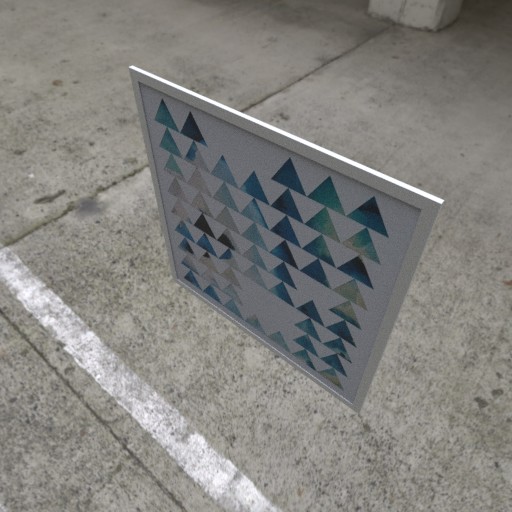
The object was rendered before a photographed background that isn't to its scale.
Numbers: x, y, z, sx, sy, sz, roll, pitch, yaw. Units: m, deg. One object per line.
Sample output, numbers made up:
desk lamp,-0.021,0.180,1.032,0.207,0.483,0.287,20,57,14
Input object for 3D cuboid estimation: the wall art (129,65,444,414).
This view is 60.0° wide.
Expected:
wall art,0.000,0.000,0.680,0.456,0.456,0.007,31,54,26
